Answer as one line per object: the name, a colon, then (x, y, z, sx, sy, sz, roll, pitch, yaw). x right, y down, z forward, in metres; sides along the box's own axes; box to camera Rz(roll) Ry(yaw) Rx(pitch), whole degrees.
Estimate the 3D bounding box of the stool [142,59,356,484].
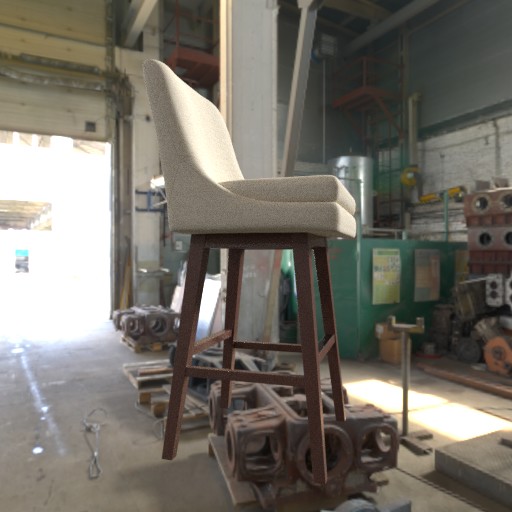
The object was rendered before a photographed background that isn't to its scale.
stool: (0.000, 0.000, 1.338, 0.559, 1.093, 0.483, 0, 0, 18)
